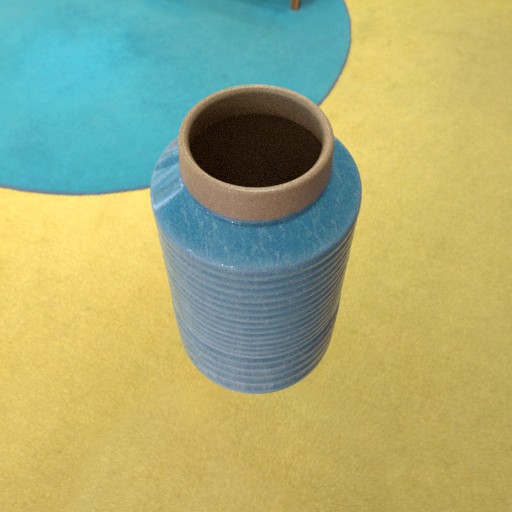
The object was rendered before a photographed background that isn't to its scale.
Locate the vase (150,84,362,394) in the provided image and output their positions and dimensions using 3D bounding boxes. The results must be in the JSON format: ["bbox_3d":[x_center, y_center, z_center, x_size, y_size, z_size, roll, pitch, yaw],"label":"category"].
[{"bbox_3d":[0.000,0.000,0.368,0.163,0.267,0.163,0,58,0],"label":"vase"}]
